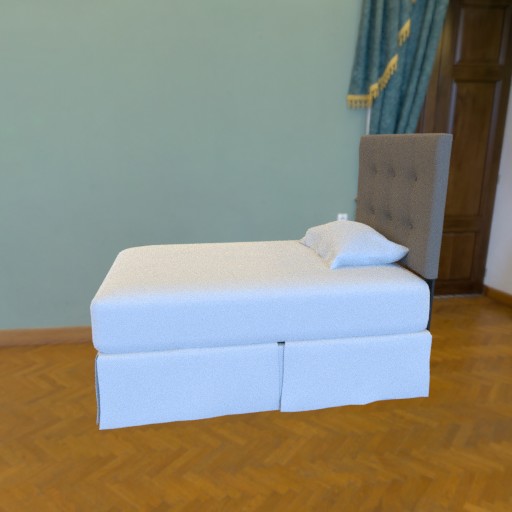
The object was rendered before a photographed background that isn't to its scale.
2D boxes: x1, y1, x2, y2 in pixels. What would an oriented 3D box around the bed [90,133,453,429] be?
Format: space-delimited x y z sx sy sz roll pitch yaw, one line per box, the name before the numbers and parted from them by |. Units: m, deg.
bed | 0.000 0.000 2.953 1.997 1.571 1.261 -2 15 -9
